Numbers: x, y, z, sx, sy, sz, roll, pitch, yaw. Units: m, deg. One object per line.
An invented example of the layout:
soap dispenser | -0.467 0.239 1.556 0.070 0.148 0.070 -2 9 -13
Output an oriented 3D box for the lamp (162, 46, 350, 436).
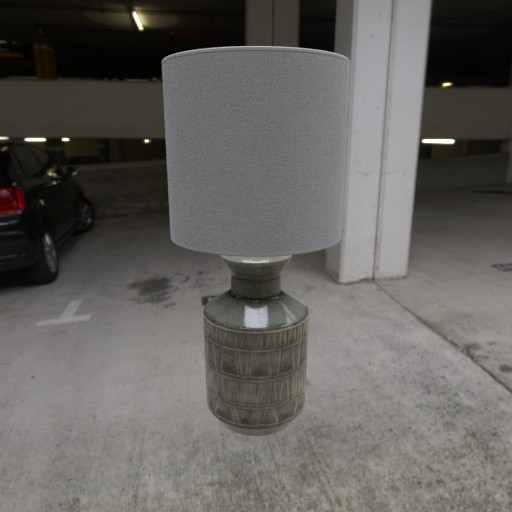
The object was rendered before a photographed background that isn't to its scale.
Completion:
lamp | 0.000 0.000 0.566 0.211 0.455 0.211 -2 15 -9
